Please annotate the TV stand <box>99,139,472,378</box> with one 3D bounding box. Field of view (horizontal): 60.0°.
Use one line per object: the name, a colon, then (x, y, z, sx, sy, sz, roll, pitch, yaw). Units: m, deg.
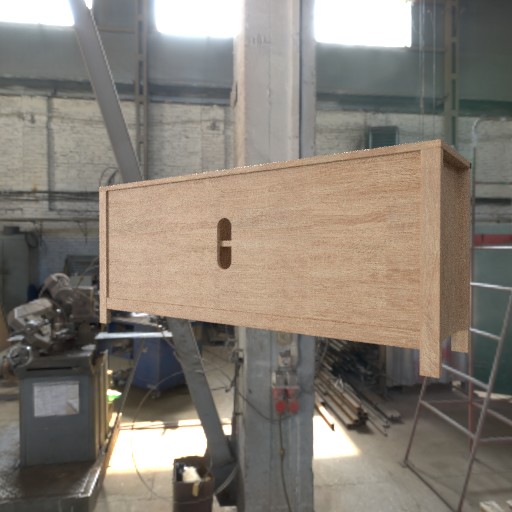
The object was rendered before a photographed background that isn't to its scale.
TV stand: (0.000, 0.000, 1.723, 1.466, 0.610, 0.398, 1, 1, 36)
